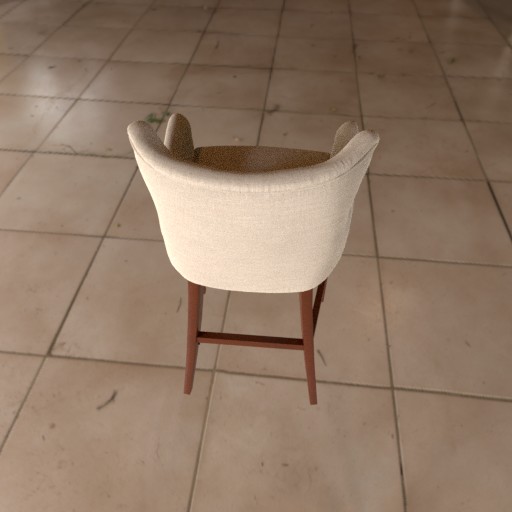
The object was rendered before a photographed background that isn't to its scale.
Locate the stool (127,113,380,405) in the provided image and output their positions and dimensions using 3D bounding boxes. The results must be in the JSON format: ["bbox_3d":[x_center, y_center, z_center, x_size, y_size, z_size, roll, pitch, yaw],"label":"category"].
[{"bbox_3d":[0.000,0.000,1.378,0.556,1.034,0.563,4,47,3],"label":"stool"}]
